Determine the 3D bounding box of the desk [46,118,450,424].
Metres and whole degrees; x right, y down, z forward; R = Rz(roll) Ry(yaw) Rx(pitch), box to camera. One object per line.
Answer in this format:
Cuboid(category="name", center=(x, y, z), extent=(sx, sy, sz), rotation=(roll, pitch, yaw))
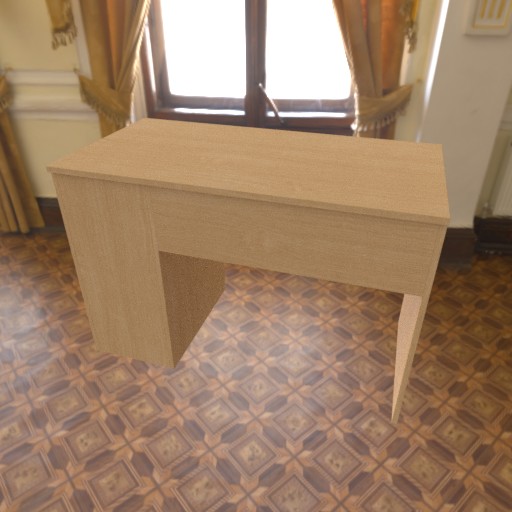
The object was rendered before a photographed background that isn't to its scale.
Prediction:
Cuboid(category="desk", center=(0.000, 0.000, 1.559), extent=(1.097, 0.735, 0.560), rotation=(10, 33, 15))
